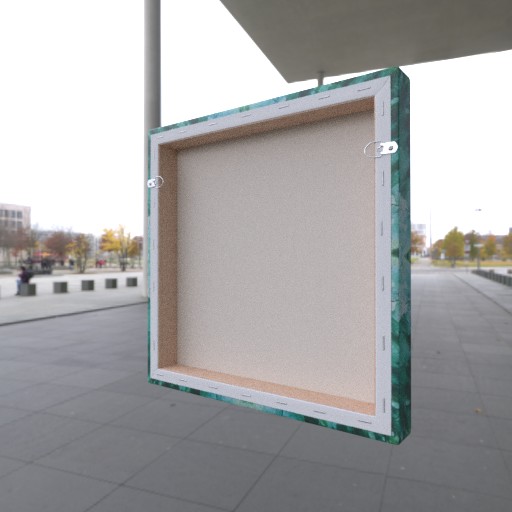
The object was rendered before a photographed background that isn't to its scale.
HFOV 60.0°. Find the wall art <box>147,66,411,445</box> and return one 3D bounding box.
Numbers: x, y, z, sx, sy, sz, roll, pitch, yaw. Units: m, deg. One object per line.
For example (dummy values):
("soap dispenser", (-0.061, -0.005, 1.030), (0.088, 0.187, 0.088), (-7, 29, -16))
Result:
("wall art", (0.000, 0.000, 0.468), (0.313, 0.313, 0.033), (0, 0, 36))
